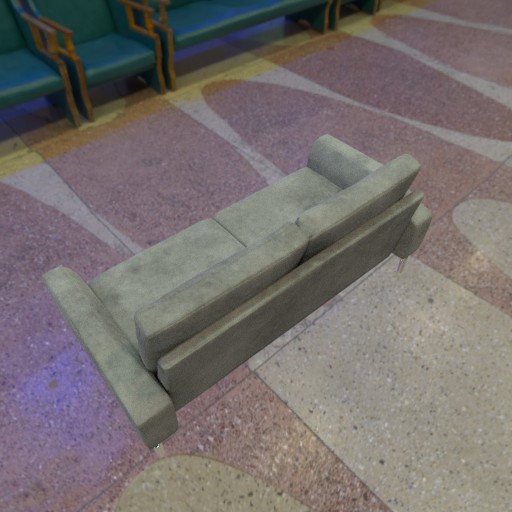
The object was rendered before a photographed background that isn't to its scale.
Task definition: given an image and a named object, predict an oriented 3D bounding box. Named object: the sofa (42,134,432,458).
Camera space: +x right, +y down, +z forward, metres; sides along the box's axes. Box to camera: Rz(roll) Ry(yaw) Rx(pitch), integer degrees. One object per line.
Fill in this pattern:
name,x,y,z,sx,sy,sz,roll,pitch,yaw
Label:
sofa,0.000,0.000,2.279,1.837,0.859,0.849,-31,54,-26
